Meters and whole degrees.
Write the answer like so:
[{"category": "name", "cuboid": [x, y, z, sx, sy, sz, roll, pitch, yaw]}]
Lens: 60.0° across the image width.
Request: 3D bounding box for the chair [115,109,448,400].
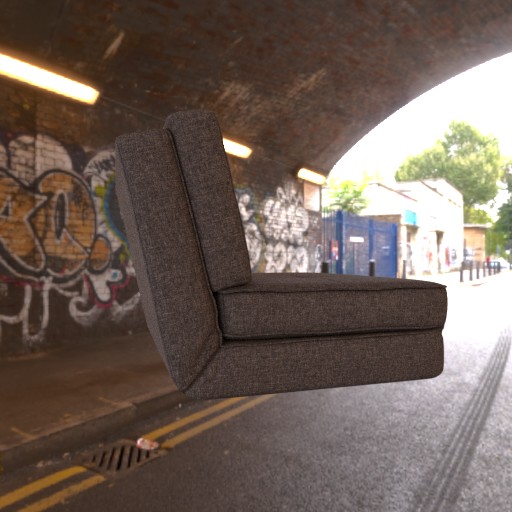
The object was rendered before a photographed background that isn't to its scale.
[{"category": "chair", "cuboid": [0.000, 0.000, 1.322, 0.800, 0.615, 0.740, 0, 0, -18]}]
